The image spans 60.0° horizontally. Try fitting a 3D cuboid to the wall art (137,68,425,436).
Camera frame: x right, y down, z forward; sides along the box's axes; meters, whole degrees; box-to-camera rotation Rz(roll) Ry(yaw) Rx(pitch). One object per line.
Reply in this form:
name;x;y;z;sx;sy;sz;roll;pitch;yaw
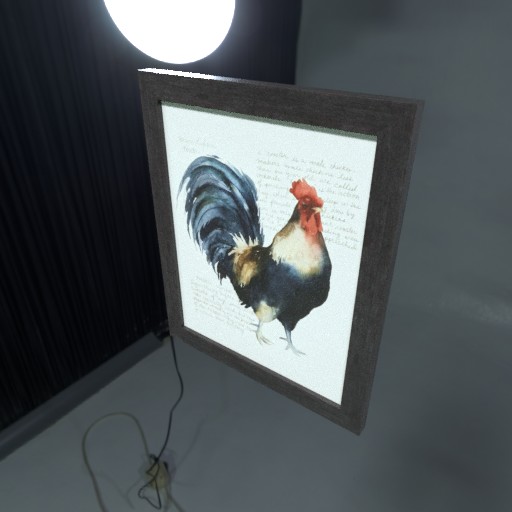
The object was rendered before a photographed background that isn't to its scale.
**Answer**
wall art;0.000;0.000;0.787;0.479;0.580;0.027;20;36;30
